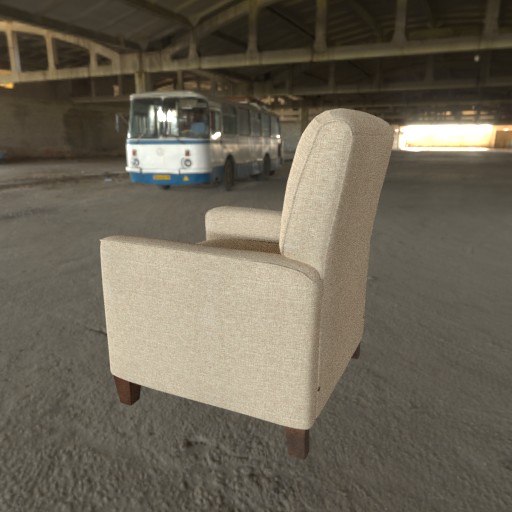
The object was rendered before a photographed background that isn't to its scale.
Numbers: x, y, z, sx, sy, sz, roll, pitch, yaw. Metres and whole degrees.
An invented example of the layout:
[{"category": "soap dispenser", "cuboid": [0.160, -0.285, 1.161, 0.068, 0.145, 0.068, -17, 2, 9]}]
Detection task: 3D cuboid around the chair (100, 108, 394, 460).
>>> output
[{"category": "chair", "cuboid": [0.000, 0.000, 1.679, 0.858, 1.028, 0.841, 7, 16, 24]}]
